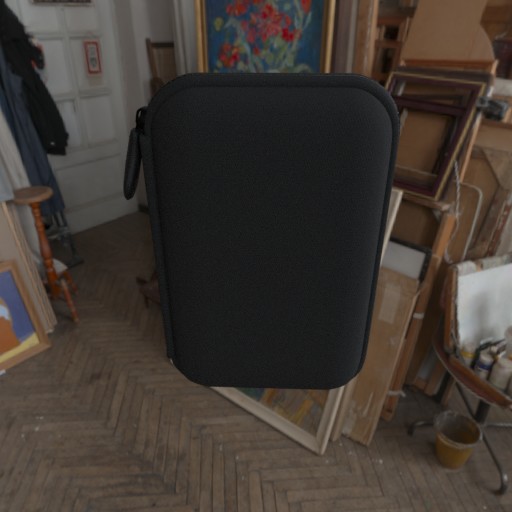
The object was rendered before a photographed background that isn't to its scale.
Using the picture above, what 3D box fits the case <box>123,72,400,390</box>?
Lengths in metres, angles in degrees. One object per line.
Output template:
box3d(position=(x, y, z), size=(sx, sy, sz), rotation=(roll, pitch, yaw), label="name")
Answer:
box3d(position=(0.000, 0.000, 0.192), size=(0.107, 0.147, 0.030), rotation=(1, 28, 2), label="case")
